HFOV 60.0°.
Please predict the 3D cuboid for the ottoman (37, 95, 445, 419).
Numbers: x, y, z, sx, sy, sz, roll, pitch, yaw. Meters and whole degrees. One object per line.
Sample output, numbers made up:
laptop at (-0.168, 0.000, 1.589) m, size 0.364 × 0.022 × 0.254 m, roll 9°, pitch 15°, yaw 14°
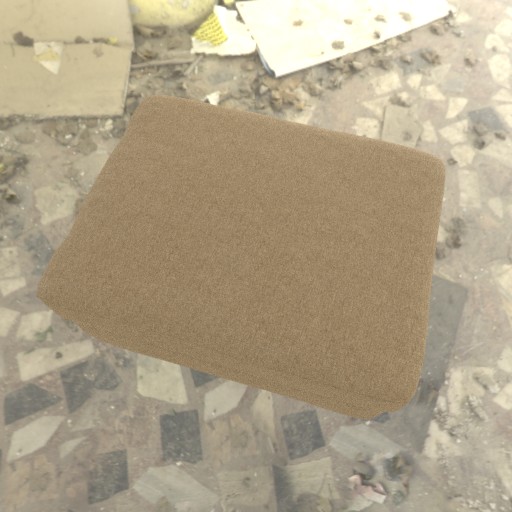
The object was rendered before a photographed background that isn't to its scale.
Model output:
ottoman at (0.000, 0.000, 1.275) m, size 0.889 × 0.511 × 0.692 m, roll 15°, pitch 64°, yaw 7°
